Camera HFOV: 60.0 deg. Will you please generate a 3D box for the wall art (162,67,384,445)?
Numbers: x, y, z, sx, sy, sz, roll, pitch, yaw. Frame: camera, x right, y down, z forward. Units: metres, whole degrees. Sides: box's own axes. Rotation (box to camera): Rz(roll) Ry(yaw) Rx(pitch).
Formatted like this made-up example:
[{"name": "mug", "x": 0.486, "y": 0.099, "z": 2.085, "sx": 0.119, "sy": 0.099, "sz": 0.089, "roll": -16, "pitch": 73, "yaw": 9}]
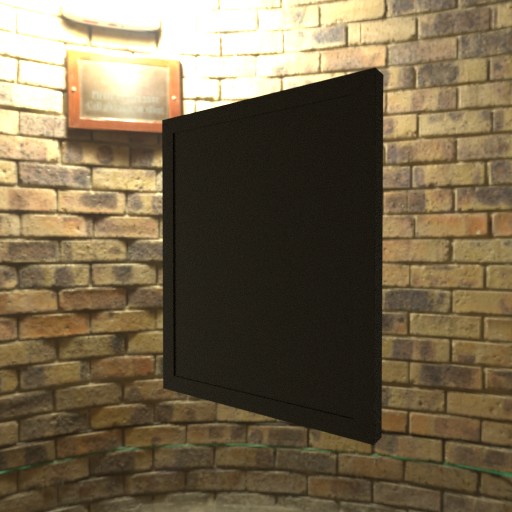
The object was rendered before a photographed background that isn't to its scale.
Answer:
[{"name": "wall art", "x": 0.000, "y": 0.000, "z": 0.802, "sx": 0.457, "sy": 0.559, "sz": 0.033, "roll": 1, "pitch": 1, "yaw": 36}]
